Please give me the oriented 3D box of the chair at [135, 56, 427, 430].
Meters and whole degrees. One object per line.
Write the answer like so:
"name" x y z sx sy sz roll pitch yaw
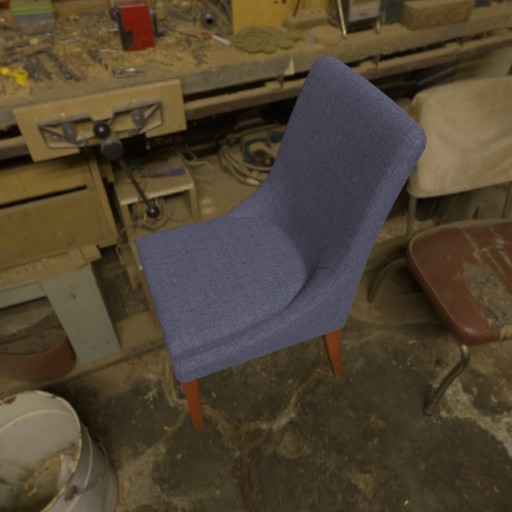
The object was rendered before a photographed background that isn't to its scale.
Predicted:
"chair" 0.000 0.000 1.342 0.655 0.952 0.508 -16 49 -15
